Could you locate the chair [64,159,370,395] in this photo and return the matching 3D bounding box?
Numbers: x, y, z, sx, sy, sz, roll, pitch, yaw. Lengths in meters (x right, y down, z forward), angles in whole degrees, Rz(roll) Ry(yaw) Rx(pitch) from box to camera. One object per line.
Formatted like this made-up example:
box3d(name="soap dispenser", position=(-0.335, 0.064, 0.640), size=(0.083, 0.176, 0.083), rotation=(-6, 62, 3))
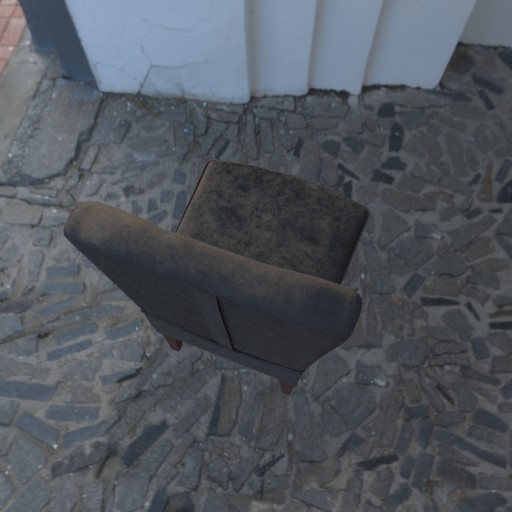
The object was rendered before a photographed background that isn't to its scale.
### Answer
box3d(name="chair", position=(0.000, 0.000, 1.178), size=(0.521, 0.806, 0.554), rotation=(19, 65, 9))
